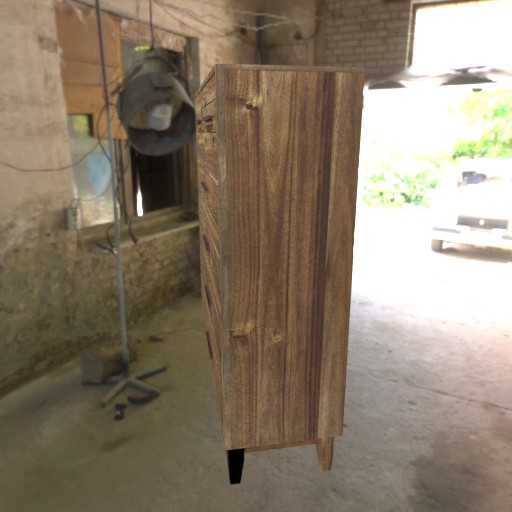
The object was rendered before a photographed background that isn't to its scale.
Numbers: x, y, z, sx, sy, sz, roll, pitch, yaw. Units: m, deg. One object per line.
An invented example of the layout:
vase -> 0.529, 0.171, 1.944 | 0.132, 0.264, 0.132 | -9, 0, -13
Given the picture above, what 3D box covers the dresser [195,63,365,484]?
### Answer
dresser -> 0.000, 0.000, 1.922 | 0.442, 1.393, 1.062 | -3, 16, -10
